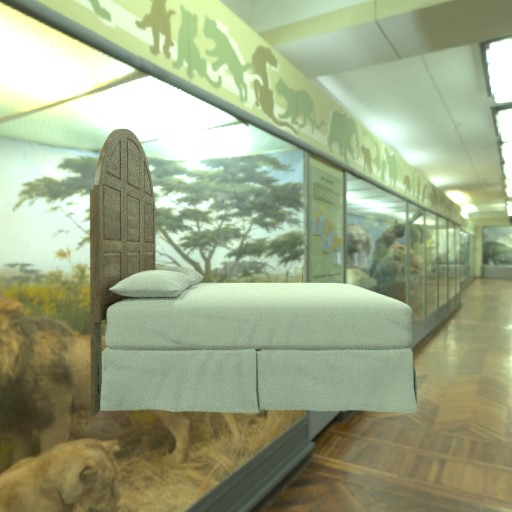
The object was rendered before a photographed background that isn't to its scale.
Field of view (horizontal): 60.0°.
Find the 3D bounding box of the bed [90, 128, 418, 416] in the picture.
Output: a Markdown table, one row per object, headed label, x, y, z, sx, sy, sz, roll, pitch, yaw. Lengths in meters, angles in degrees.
| label | x | y | z | sx | sy | sz | roll | pitch | yaw |
| --- | --- | --- | --- | --- | --- | --- | --- | --- | --- |
| bed | 0.000 | 0.000 | 3.613 | 2.112 | 2.002 | 1.713 | 0 | 1 | 0 |
